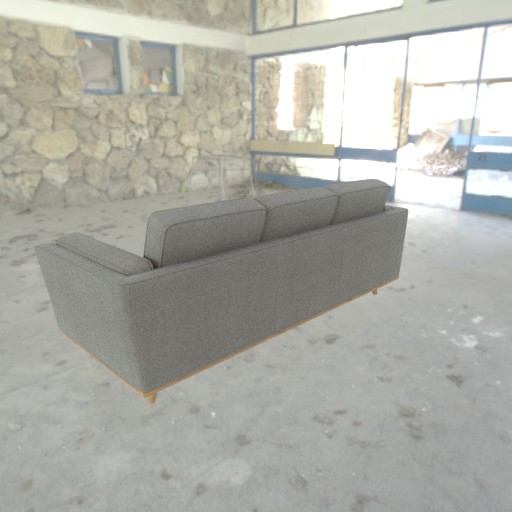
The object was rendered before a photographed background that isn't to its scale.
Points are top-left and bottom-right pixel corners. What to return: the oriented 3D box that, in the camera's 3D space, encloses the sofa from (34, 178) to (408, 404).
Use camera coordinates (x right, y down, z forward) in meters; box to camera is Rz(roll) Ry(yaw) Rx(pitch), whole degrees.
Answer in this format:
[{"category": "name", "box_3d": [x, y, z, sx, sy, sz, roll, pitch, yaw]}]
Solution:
[{"category": "sofa", "box_3d": [0.000, 0.000, 2.832, 2.362, 0.899, 0.903, -15, 22, -43]}]
